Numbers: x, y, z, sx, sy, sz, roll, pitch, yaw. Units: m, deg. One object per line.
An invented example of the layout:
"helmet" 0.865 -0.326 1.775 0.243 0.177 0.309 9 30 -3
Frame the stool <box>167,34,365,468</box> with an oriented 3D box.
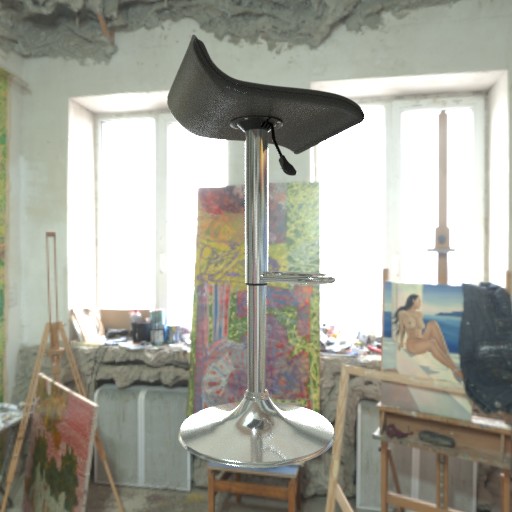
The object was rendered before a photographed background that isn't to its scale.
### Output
"stool" 0.000 0.000 1.080 0.381 0.851 0.381 0 0 -19
